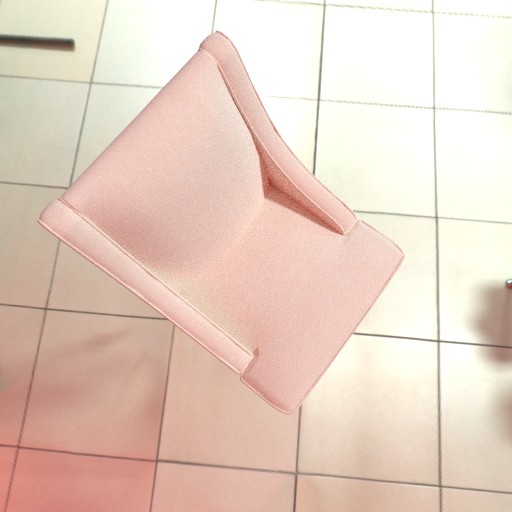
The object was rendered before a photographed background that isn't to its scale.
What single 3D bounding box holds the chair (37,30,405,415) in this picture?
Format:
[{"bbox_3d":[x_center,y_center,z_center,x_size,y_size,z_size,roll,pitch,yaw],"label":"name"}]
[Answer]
[{"bbox_3d":[0.000,0.000,1.453,0.806,0.886,0.689,37,79,9],"label":"chair"}]
